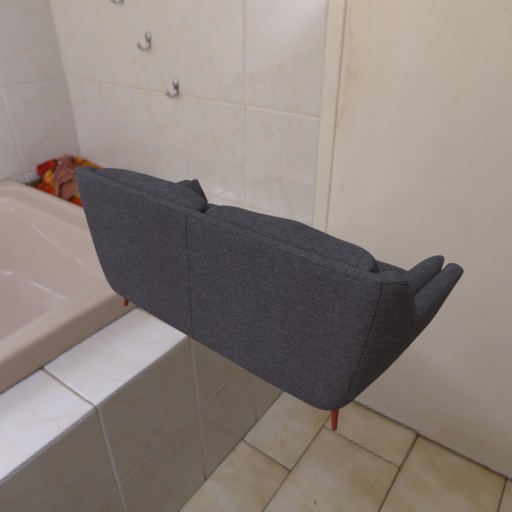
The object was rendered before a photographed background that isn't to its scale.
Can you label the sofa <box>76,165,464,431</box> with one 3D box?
[{"bbox_3d":[0.000,0.000,2.426,1.929,0.896,0.975,22,37,32],"label":"sofa"}]
